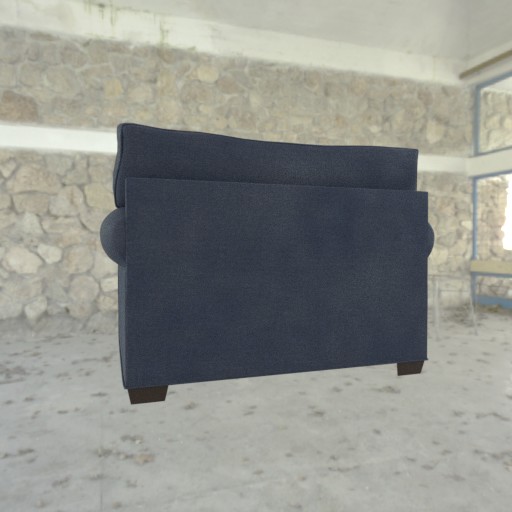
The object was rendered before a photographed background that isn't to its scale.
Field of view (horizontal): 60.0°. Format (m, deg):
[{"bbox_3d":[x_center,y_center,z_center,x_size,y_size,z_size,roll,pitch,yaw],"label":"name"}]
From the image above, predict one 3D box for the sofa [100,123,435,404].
[{"bbox_3d":[0.000,0.000,2.126,1.405,1.004,0.938,0,1,-18],"label":"sofa"}]
